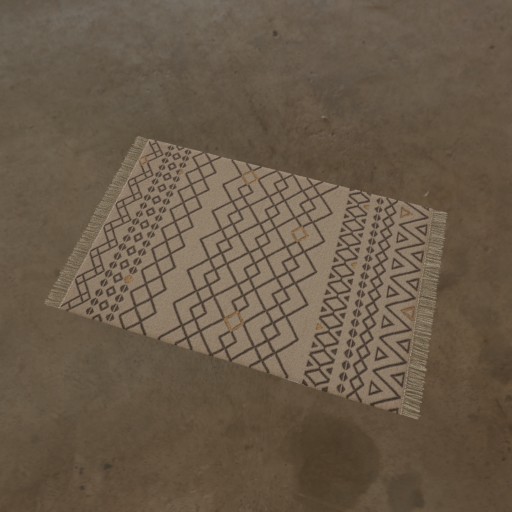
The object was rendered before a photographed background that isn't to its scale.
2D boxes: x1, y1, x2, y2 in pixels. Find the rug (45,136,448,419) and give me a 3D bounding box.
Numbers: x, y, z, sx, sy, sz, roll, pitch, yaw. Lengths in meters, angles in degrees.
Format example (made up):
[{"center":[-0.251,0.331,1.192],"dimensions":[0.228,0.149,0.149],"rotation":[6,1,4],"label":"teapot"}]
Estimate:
[{"center":[0.000,0.000,2.506],"dimensions":[2.023,0.028,1.224],"rotation":[15,64,8],"label":"rug"}]
